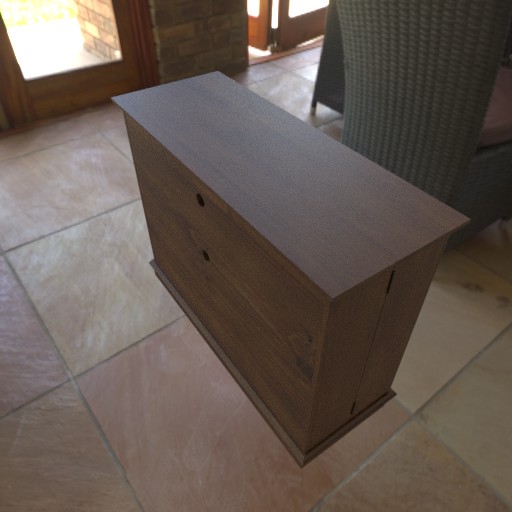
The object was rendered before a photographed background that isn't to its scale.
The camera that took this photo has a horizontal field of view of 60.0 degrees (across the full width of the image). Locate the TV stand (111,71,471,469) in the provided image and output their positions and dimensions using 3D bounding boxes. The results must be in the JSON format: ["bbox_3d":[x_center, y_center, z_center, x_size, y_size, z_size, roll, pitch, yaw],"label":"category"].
[{"bbox_3d":[0.000,0.000,1.484,0.406,0.813,1.067,-25,48,-25],"label":"TV stand"}]
